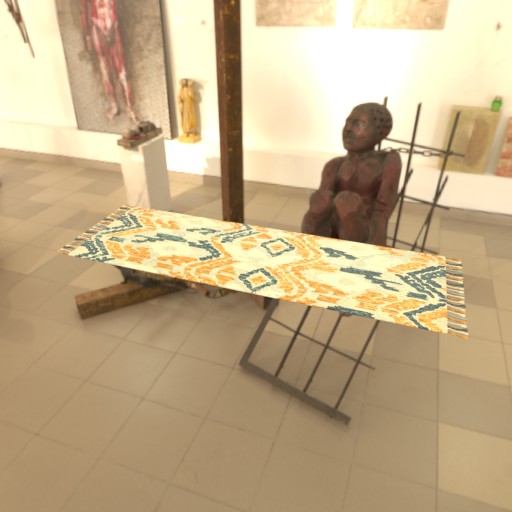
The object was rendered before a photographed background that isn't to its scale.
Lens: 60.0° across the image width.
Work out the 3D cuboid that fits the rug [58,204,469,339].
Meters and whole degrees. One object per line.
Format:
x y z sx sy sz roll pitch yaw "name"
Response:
0.000 0.000 2.782 2.437 0.010 0.783 10 33 16 "rug"
